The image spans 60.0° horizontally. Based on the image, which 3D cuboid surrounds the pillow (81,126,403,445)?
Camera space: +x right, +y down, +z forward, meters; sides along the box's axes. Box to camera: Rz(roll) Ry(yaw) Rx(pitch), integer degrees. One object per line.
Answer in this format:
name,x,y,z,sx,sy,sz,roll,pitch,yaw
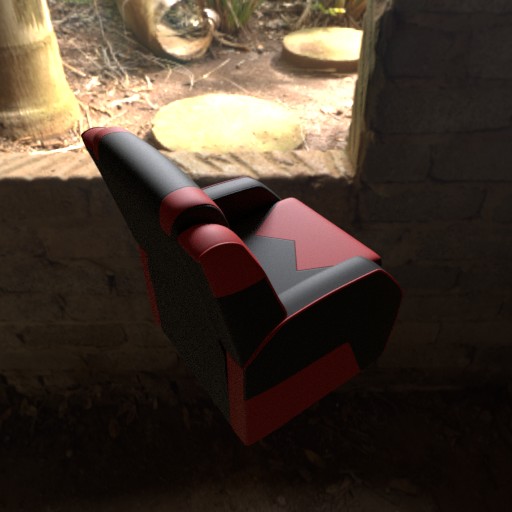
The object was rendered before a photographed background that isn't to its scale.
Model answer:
pillow,0.000,0.000,1.303,0.672,0.805,0.620,-24,45,-27
